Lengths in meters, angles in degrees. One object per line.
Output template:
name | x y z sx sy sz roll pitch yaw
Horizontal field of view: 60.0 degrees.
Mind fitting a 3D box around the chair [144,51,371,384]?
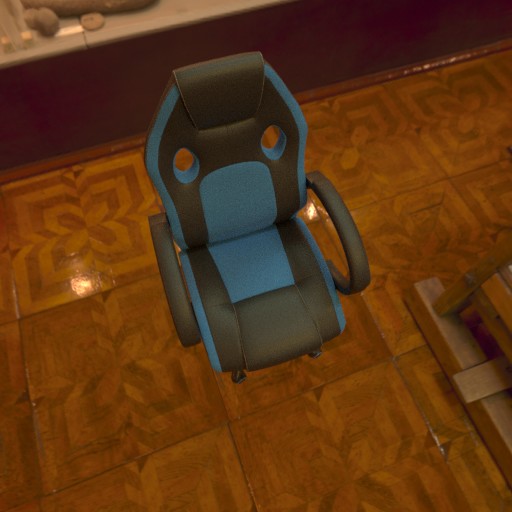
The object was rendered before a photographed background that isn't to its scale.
chair | 0.000 0.000 1.617 0.673 1.187 0.724 -17 64 -8
